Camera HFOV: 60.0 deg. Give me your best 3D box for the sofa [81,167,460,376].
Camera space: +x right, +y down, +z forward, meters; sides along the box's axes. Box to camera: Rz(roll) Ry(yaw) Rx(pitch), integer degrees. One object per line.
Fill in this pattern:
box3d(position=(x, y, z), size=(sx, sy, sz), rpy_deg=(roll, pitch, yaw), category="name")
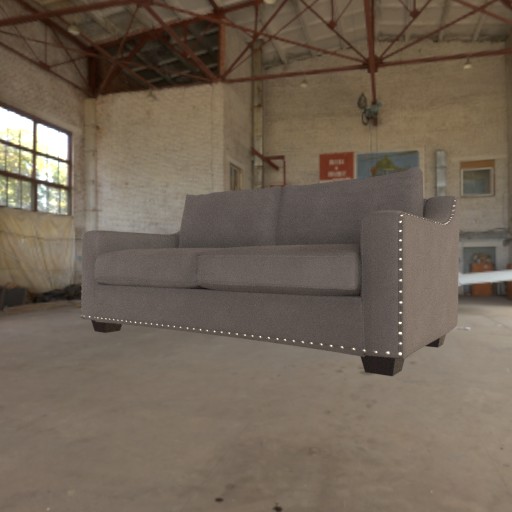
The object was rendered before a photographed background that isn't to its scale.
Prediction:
box3d(position=(0.000, 0.000, 3.286), size=(2.550, 1.196, 1.336), rpy_deg=(-1, -1, 36), category="sofa")
